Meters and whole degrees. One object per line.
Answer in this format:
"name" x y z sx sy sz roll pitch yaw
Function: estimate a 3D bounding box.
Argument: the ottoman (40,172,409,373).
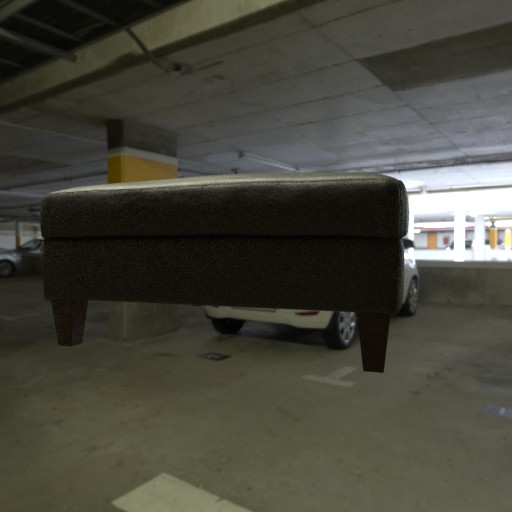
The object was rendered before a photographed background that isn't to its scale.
"ottoman" 0.000 0.000 1.301 0.836 0.415 0.844 0 2 18
